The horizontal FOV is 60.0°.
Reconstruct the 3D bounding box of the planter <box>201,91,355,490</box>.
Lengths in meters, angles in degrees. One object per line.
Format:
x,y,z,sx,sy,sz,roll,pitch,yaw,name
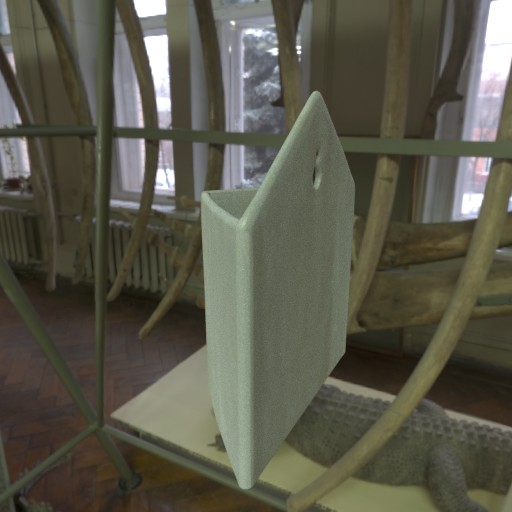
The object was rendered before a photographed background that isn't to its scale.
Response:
0.000,0.000,0.280,0.080,0.194,0.163,9,18,27,planter
